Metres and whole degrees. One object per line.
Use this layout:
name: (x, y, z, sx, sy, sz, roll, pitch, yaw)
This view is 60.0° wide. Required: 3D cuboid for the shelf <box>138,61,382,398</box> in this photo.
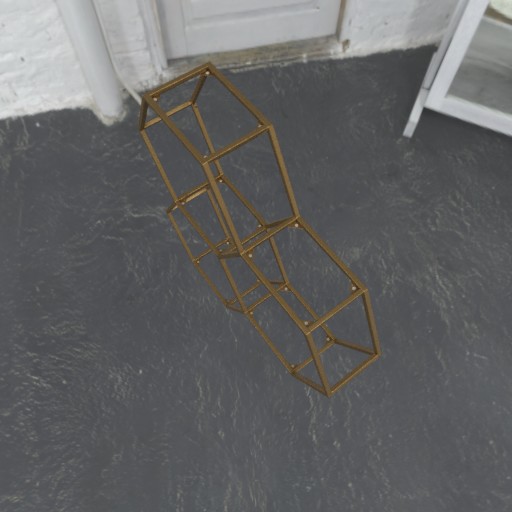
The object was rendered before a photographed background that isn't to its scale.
shelf: (0.000, 0.000, 1.064, 0.150, 0.701, 0.708, -34, 68, -16)
